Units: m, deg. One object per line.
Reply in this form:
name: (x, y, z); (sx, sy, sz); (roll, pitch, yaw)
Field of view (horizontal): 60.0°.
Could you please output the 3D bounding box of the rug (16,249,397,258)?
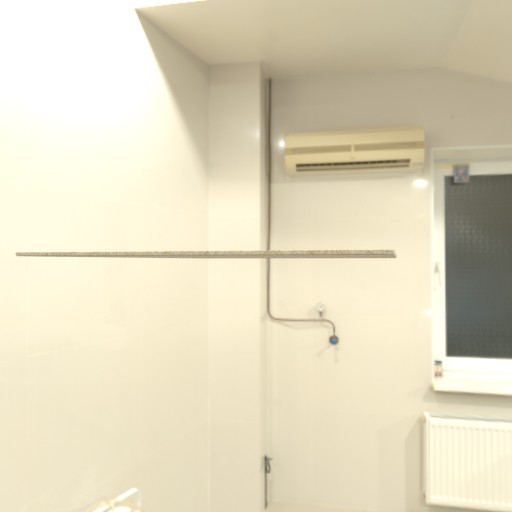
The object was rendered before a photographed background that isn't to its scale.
rug: (0.000, 0.000, 3.974); (2.401, 0.025, 3.001); (0, -1, 18)
